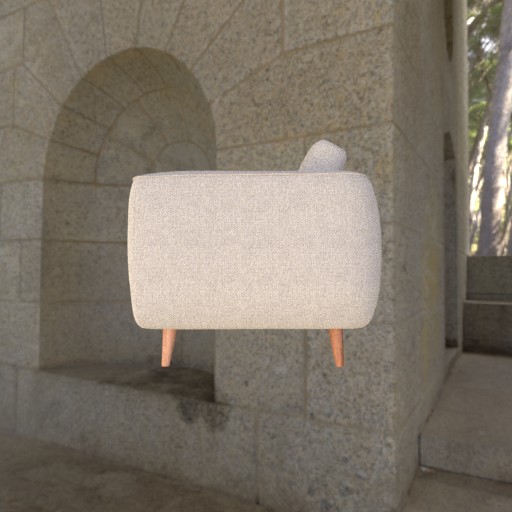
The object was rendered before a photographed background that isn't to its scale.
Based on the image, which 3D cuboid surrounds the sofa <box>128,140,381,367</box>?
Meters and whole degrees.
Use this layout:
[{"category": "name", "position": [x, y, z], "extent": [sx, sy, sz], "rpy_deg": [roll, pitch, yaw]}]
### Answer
[{"category": "sofa", "position": [0.000, 0.000, 2.439], "extent": [0.920, 0.850, 2.000], "rpy_deg": [0, -2, 1]}]
